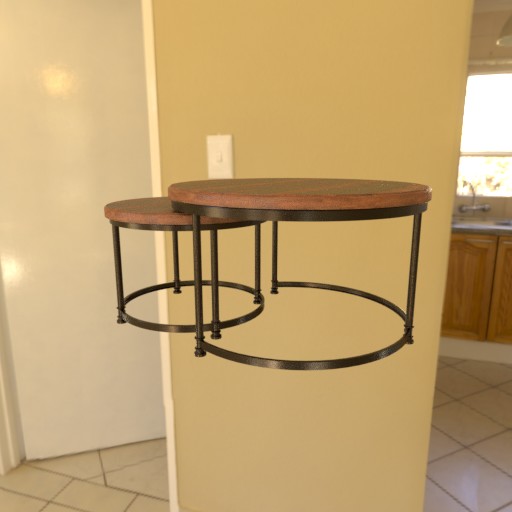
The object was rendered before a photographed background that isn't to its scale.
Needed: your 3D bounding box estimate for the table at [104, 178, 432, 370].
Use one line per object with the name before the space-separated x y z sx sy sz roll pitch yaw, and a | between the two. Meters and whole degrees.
table | 0.000 0.000 1.600 1.152 0.516 0.870 2 13 9
